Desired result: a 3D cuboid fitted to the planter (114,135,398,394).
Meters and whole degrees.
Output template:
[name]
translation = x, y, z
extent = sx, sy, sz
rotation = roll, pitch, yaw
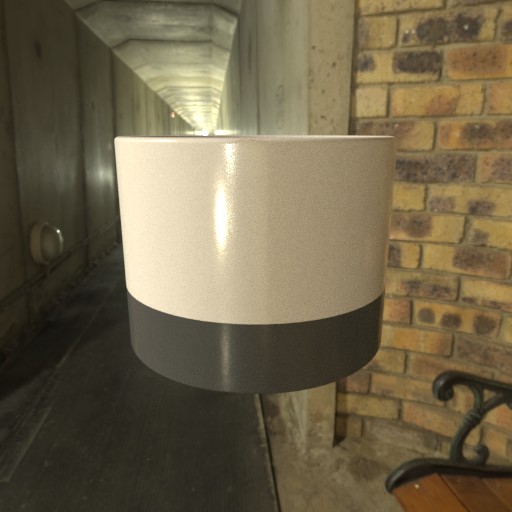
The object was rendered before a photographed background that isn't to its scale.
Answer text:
[planter]
translation = 0.000, 0.000, 0.339
extent = 0.193, 0.177, 0.193
rotation = 0, 16, 0
